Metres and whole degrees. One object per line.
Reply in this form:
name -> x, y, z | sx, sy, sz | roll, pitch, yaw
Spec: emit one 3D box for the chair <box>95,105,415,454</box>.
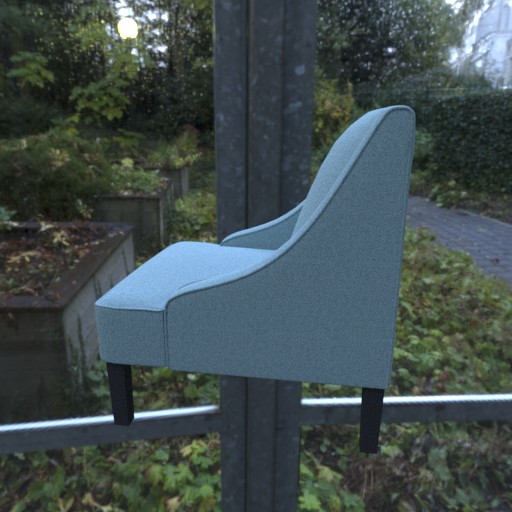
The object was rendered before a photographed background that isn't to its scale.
chair -> 0.000, 0.000, 1.815 | 1.025, 1.133, 0.857 | 3, 17, 9
